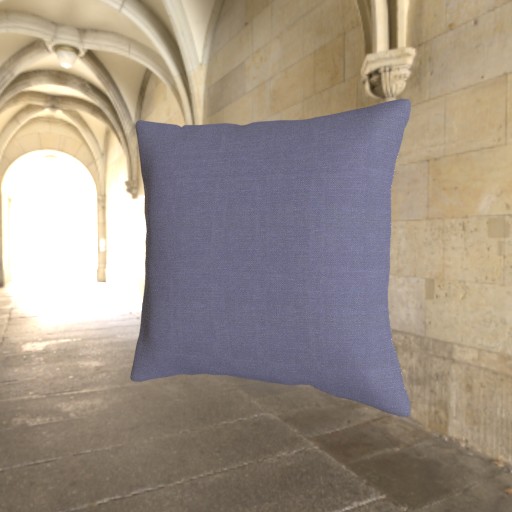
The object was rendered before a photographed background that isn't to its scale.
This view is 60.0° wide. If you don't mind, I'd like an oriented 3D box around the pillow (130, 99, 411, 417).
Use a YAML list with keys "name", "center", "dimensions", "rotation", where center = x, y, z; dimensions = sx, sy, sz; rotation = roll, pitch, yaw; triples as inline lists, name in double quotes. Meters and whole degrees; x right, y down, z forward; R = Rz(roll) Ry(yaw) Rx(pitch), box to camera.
- name: "pillow"
  center: [0.000, 0.000, 0.656]
  dimensions: [0.436, 0.430, 0.138]
  rotation: [1, 2, 18]
